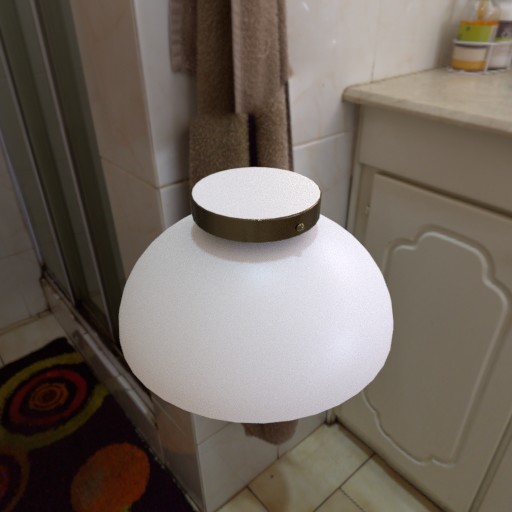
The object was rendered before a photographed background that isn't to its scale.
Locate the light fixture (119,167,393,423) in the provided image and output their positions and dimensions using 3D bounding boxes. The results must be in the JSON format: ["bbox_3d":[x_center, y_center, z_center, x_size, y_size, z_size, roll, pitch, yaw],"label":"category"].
[{"bbox_3d":[0.000,0.000,0.550,0.355,0.177,0.355,0,32,0],"label":"light fixture"}]
